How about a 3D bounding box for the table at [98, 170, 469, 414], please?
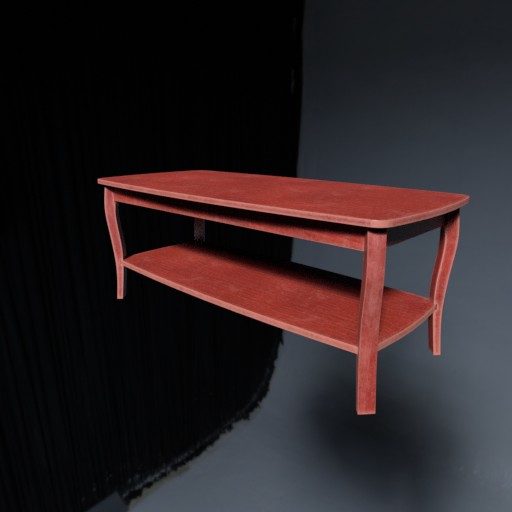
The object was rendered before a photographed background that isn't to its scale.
[{"bbox_3d":[0.000,0.000,1.503,1.216,0.473,0.561,14,21,41],"label":"table"}]
